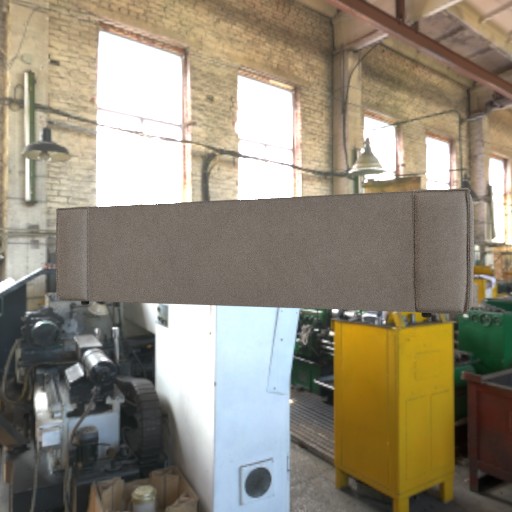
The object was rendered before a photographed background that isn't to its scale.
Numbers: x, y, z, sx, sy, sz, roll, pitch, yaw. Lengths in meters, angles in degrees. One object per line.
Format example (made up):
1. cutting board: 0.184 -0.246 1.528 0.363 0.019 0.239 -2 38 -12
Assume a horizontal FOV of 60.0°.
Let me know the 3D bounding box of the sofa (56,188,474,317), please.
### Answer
1. sofa: 0.000 0.000 3.130 2.697 0.680 1.038 0 -1 19
